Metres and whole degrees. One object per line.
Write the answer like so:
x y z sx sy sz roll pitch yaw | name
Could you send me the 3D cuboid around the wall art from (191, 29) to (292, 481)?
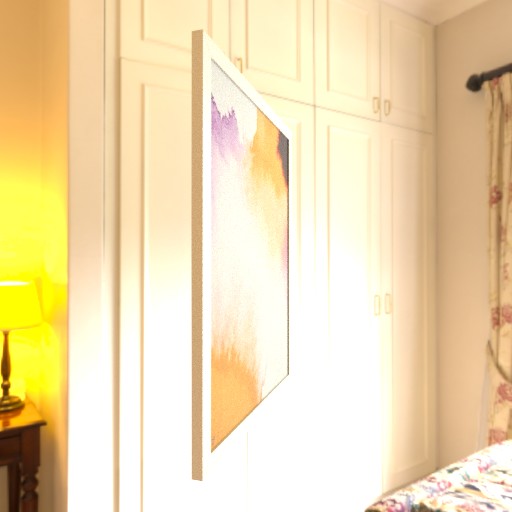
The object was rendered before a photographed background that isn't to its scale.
0.000 0.000 0.630 0.013 0.456 0.382 0 -1 18 | wall art
